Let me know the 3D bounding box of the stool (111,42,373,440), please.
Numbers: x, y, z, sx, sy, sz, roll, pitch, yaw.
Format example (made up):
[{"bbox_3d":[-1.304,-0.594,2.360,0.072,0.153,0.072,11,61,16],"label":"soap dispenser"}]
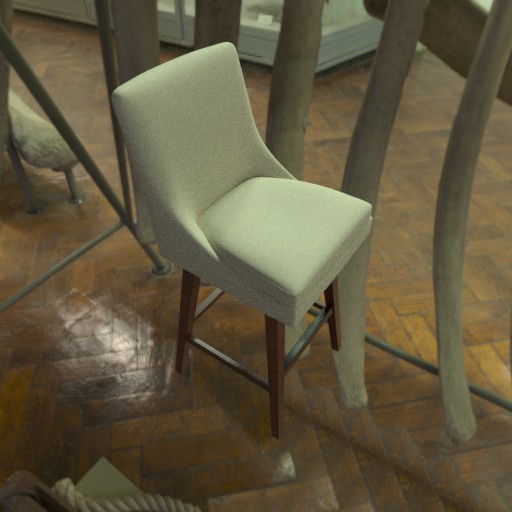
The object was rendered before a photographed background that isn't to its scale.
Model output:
[{"bbox_3d":[0.000,0.000,1.400,0.559,1.097,0.470,25,48,25],"label":"stool"}]
